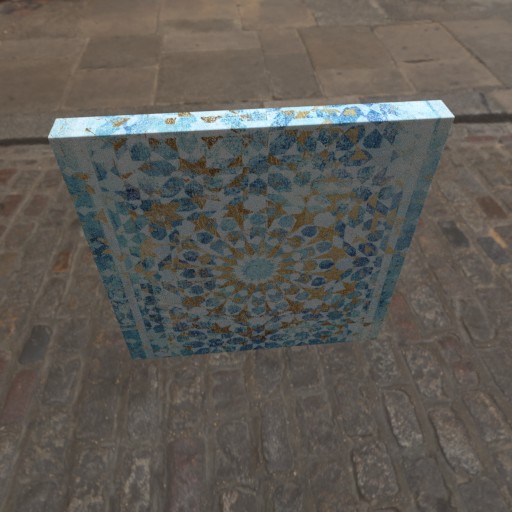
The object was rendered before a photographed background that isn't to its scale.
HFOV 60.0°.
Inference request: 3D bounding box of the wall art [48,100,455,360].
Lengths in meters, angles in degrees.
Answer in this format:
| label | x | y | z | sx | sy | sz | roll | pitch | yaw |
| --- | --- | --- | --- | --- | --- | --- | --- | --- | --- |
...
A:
| label | x | y | z | sx | sy | sz | roll | pitch | yaw |
| --- | --- | --- | --- | --- | --- | --- | --- | --- | --- |
| wall art | 0.000 | 0.000 | 0.597 | 0.405 | 0.405 | 0.037 | -4 | 46 | -4 |
